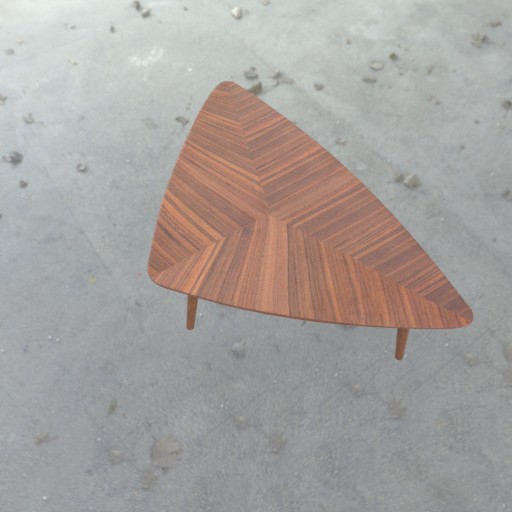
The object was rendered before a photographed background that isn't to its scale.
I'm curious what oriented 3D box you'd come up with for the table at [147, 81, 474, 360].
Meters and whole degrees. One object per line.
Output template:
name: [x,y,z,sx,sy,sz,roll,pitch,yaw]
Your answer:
table: [0.000,0.000,1.274,0.601,0.365,1.008,-30,63,-18]
